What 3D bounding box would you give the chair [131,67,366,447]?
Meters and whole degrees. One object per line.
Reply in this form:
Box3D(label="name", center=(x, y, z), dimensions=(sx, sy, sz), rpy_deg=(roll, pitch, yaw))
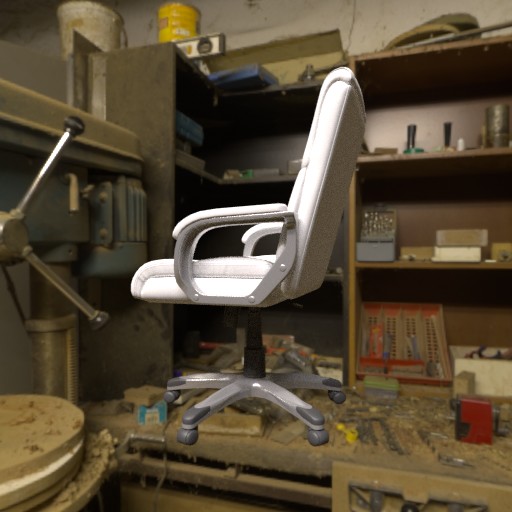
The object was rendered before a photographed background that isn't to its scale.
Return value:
Box3D(label="chair", center=(0.000, 0.000, 1.583), dimensions=(0.738, 1.120, 0.687), rpy_deg=(0, 1, 19))
